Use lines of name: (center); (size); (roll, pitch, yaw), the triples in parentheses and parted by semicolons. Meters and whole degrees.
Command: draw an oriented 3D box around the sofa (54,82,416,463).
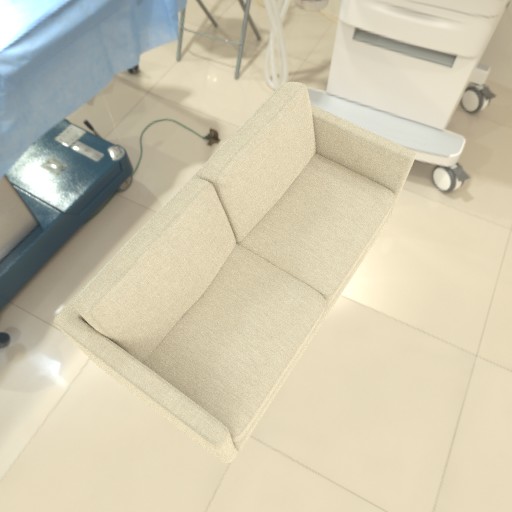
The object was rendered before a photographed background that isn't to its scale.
sofa: (0.000, 0.000, 2.423); (0.950, 0.963, 1.838); (31, 64, 17)
